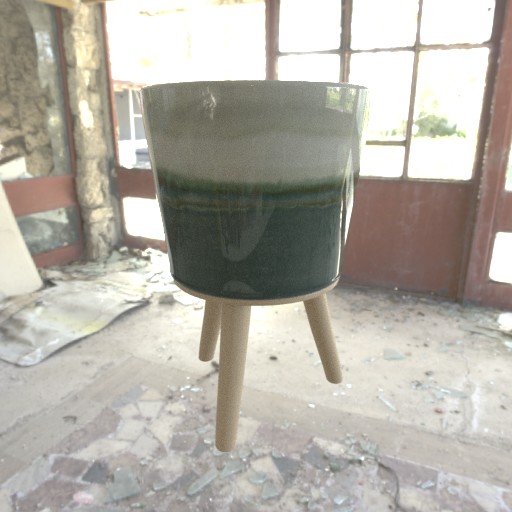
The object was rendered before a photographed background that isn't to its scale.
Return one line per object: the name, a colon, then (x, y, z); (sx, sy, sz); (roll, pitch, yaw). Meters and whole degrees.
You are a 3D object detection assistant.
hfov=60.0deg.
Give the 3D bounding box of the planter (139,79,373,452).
planter: (0.000, 0.000, 0.469); (0.217, 0.331, 0.217); (-9, 19, -28)
